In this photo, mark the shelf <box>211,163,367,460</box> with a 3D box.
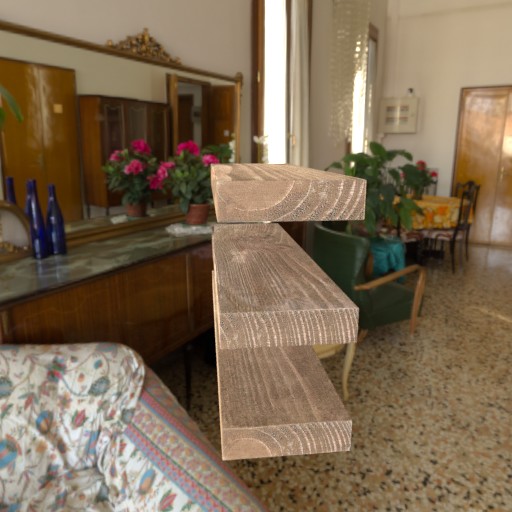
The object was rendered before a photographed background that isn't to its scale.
[{"bbox_3d":[0.000,0.000,0.735,0.140,0.293,0.610,-2,14,-6],"label":"shelf"}]
